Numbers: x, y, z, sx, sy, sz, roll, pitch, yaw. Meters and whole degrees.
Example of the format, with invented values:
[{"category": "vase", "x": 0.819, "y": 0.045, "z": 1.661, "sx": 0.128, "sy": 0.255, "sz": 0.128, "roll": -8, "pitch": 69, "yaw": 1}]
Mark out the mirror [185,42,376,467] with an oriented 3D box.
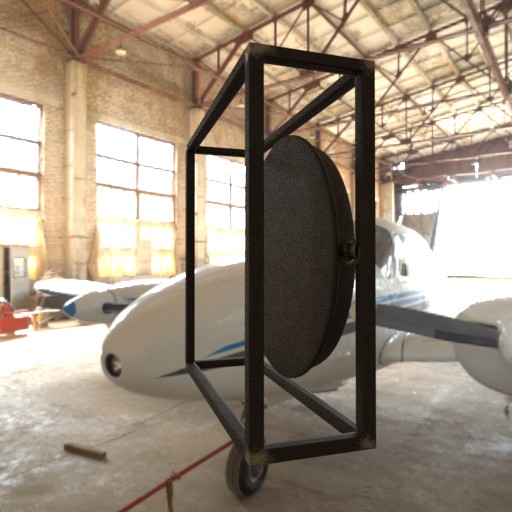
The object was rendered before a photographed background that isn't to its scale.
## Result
[{"category": "mirror", "x": 0.000, "y": 0.000, "z": 0.478, "sx": 0.107, "sy": 0.303, "sz": 0.306, "roll": 0, "pitch": -1, "yaw": -18}]
